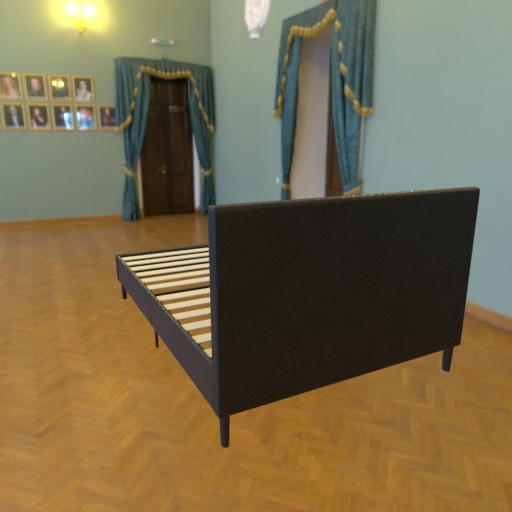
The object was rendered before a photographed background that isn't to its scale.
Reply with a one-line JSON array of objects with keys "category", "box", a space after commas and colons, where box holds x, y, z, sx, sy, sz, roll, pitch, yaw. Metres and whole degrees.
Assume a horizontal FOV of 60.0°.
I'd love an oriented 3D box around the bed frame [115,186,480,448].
[{"category": "bed frame", "box": [0.000, 0.000, 2.984, 1.469, 1.046, 2.152, -8, 17, -27]}]
